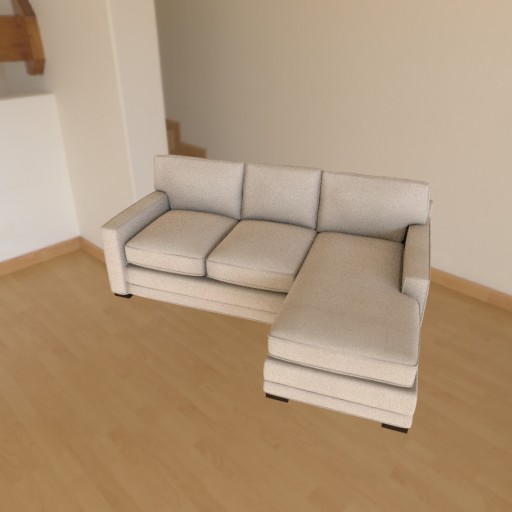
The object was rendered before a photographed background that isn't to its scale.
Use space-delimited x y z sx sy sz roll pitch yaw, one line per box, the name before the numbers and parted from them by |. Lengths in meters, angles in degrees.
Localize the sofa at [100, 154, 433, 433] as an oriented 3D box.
sofa | 0.000 0.000 2.848 2.087 0.861 1.496 9 30 17
